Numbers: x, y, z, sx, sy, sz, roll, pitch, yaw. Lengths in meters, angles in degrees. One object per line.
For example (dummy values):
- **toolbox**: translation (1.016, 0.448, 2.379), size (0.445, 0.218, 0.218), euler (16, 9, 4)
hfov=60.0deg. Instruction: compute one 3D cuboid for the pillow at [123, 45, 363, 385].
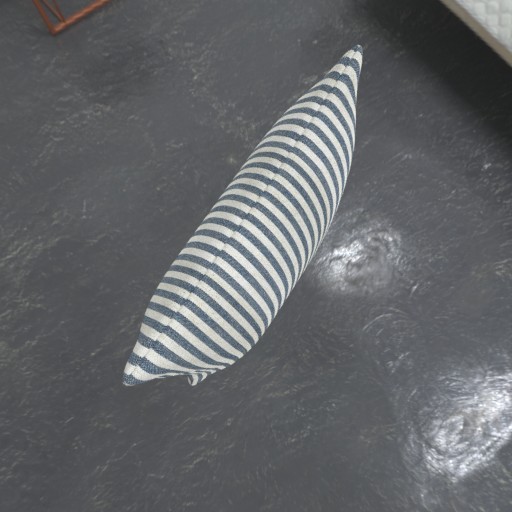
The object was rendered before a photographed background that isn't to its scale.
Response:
- **pillow**: translation (0.000, 0.000, 0.775), size (0.166, 0.510, 0.523), euler (32, 77, 8)
